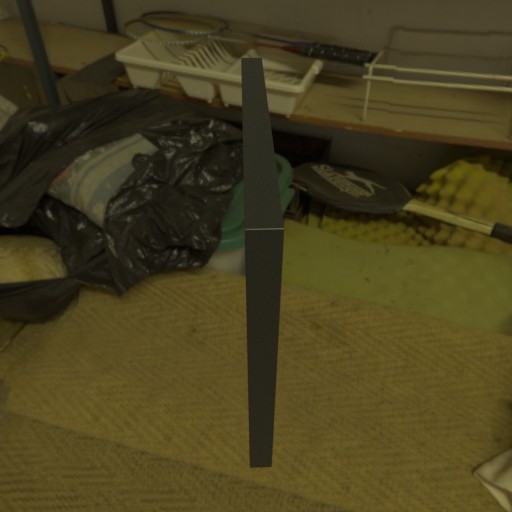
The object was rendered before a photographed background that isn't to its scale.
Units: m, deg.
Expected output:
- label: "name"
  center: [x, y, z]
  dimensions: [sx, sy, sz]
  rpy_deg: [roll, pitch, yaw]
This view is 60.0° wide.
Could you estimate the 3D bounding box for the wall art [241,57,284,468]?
- label: "wall art"
  center: [0.000, 0.000, 0.773]
  dimensions: [0.037, 0.506, 0.506]
  rpy_deg: [-1, 41, -1]
